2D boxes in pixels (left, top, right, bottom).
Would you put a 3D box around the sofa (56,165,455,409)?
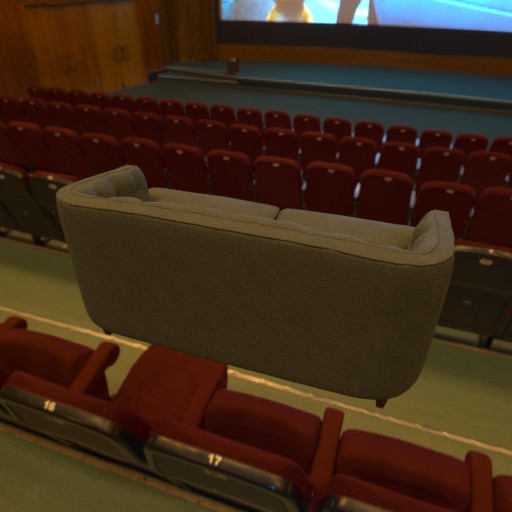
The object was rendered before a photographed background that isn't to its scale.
[{"bbox_3d":[0.000,0.000,2.218,1.733,0.855,0.941,11,36,16],"label":"sofa"}]
